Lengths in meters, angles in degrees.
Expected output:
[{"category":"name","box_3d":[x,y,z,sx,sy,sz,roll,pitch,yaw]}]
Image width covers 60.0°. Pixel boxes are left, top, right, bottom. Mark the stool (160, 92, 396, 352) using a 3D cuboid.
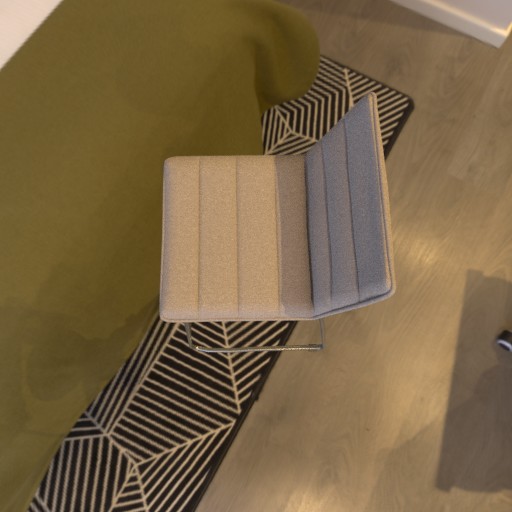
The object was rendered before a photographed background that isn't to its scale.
[{"category":"stool","box_3d":[0.000,0.000,1.229,0.490,0.960,0.490,-1,76,0]}]
